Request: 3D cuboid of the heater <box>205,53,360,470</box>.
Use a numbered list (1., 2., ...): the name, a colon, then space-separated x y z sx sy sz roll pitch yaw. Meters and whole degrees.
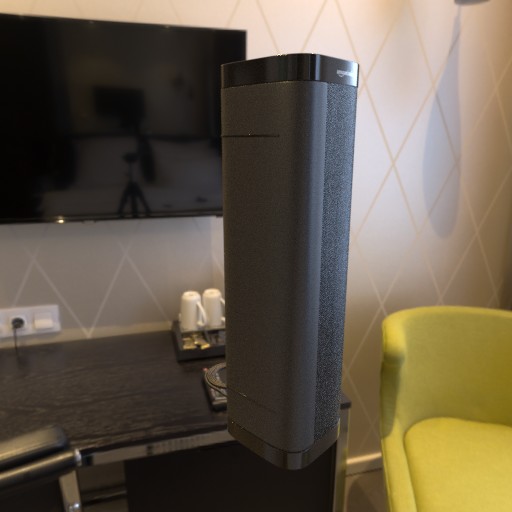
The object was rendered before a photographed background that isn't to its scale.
1. heater: 0.000 0.000 0.713 0.312 0.552 0.174 14 20 42
